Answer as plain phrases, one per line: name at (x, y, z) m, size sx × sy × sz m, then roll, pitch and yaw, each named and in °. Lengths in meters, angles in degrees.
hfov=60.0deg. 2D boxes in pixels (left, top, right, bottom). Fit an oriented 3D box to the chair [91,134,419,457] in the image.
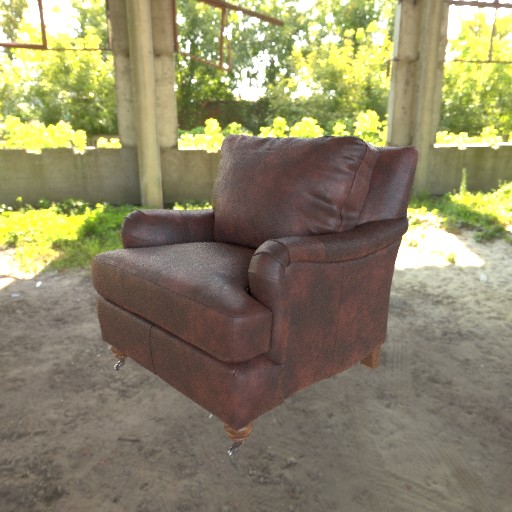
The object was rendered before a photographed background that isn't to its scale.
chair at (0.000, 0.000, 1.972) m, size 1.156 × 1.051 × 0.987 m, roll -14°, pitch 21°, yaw -43°
